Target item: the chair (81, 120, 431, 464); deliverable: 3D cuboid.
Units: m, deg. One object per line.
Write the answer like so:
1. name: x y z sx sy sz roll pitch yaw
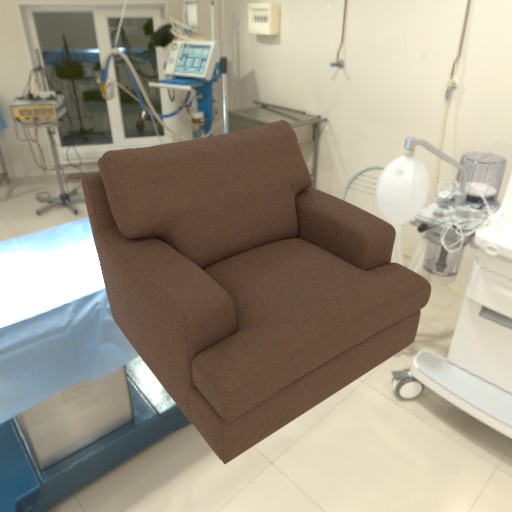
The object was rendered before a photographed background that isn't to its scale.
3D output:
1. chair: 0.000 0.000 1.999 1.168 0.940 1.143 -20 35 -31
